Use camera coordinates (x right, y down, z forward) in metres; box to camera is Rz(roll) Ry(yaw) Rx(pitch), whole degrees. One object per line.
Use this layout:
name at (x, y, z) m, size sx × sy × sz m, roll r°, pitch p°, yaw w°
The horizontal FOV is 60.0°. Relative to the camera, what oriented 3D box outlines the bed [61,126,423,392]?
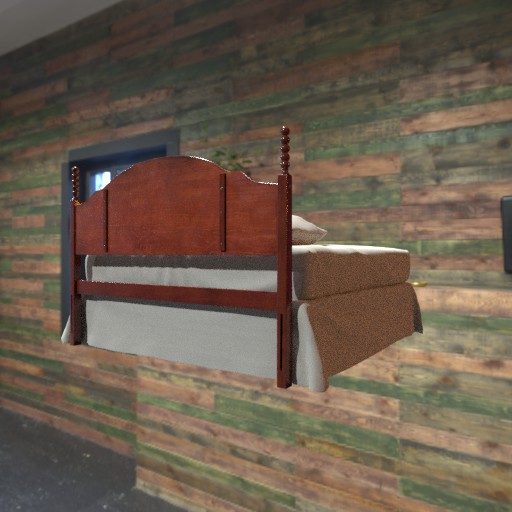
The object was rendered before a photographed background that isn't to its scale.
bed at (0.000, 0.000, 3.715) m, size 2.322 × 1.355 × 2.219 m, roll 0°, pitch 0°, yaw 35°
